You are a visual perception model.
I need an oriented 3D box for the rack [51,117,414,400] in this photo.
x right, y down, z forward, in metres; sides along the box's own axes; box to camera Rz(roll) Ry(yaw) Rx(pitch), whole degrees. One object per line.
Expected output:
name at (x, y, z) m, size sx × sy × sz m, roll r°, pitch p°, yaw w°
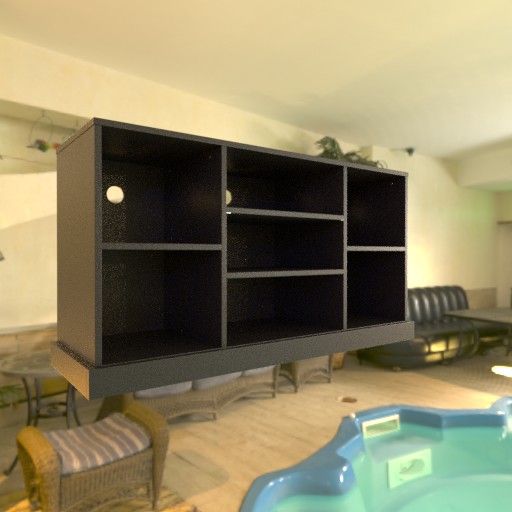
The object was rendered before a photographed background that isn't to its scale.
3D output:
rack at (0.000, 0.000, 1.498) m, size 1.206 × 0.635 × 0.399 m, roll 0°, pitch 0°, yaw -36°
